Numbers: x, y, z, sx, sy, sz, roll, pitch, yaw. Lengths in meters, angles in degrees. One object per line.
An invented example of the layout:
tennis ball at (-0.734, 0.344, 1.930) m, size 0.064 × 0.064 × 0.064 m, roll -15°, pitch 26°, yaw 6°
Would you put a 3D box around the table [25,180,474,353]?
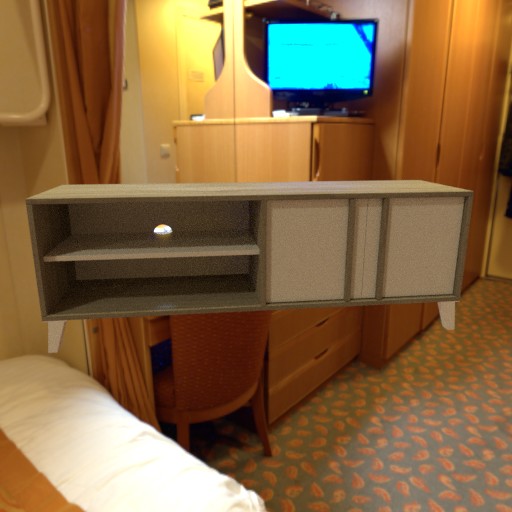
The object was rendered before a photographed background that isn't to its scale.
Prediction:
table at (0.000, 0.000, 1.732) m, size 1.500 × 0.530 × 0.400 m, roll -2°, pitch 16°, yaw -7°
